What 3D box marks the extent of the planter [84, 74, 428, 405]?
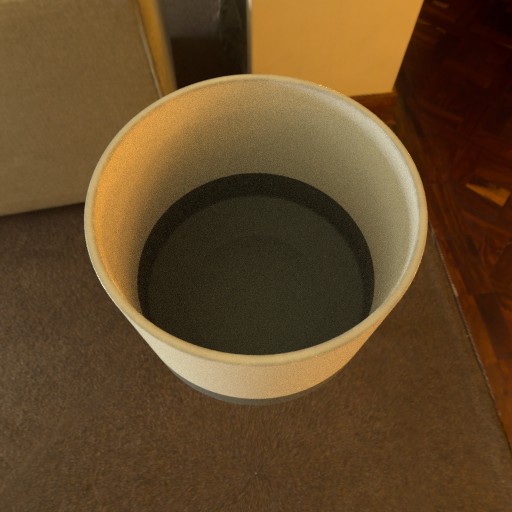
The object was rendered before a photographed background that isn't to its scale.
[{"bbox_3d":[0.000,0.000,0.215,0.128,0.105,0.128,0,64,0],"label":"planter"}]
